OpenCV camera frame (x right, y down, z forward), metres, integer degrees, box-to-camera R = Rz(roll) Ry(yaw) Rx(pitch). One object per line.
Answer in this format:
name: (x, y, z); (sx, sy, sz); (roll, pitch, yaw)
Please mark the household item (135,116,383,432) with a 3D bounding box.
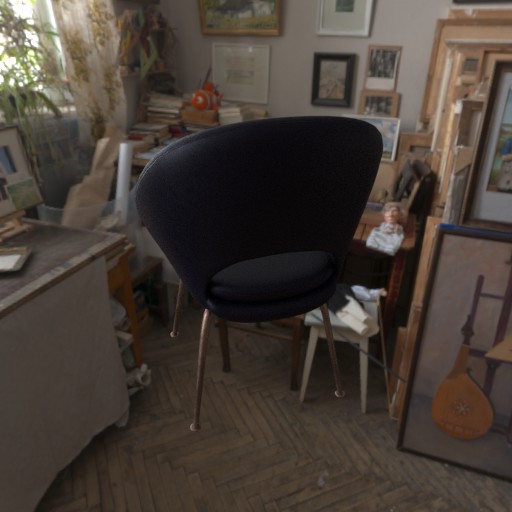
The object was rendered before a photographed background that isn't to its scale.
household item: (0.000, 0.000, 1.266); (0.623, 0.852, 0.573); (-8, 28, -15)
